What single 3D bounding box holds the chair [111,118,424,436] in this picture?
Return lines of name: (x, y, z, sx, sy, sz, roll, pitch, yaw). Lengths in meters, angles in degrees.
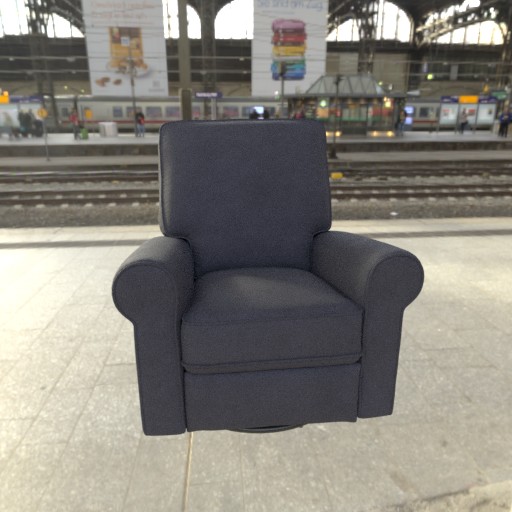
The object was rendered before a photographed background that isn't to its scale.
chair: (0.000, 0.000, 1.622, 0.890, 0.961, 0.878, -2, 17, -7)
